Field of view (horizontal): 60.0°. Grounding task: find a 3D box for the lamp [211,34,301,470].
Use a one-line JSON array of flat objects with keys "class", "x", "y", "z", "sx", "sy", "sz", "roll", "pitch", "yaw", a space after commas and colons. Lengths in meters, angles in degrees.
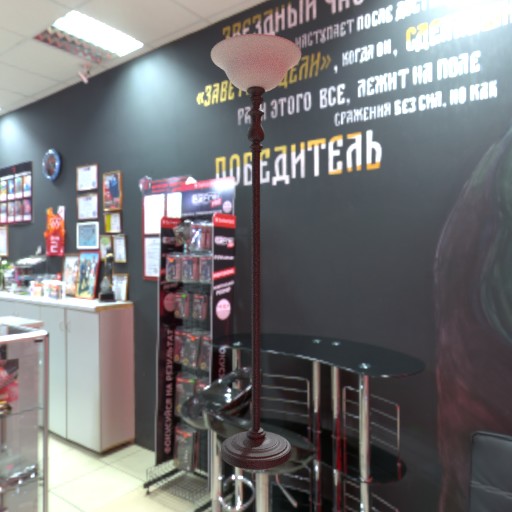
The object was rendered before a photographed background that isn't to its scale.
[{"class": "lamp", "x": 0.000, "y": 0.000, "z": 1.994, "sx": 0.405, "sy": 1.797, "sz": 0.405, "roll": 0, "pitch": 0, "yaw": -20}]
